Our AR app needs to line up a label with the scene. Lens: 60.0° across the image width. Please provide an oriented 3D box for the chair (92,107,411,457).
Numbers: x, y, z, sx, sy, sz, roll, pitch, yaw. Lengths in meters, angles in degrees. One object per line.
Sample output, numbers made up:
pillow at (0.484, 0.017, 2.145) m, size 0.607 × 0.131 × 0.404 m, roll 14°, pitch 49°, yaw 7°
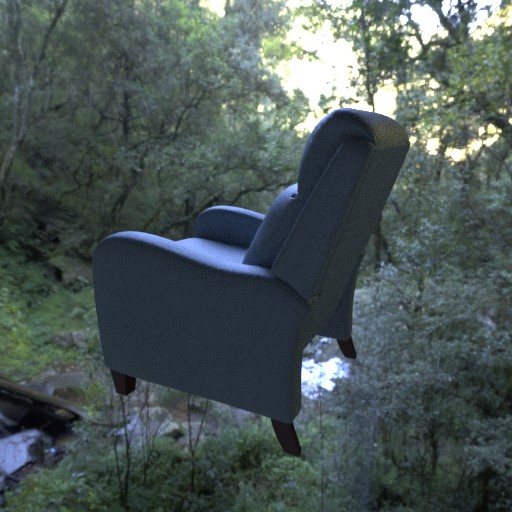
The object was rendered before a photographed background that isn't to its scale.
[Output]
chair at (0.000, 0.000, 1.722) m, size 0.988 × 1.067 × 0.785 m, roll 8°, pitch 17°, yaw 26°
